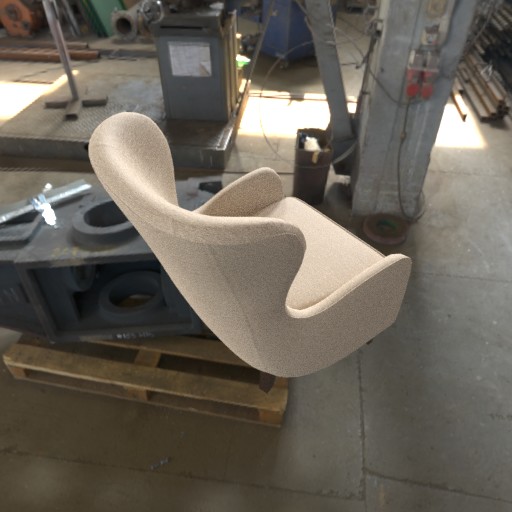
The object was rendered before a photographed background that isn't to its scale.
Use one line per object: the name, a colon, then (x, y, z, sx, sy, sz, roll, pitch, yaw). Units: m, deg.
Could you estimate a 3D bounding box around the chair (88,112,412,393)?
chair: (0.000, 0.000, 1.755, 0.984, 1.064, 0.861, -27, 48, -27)
